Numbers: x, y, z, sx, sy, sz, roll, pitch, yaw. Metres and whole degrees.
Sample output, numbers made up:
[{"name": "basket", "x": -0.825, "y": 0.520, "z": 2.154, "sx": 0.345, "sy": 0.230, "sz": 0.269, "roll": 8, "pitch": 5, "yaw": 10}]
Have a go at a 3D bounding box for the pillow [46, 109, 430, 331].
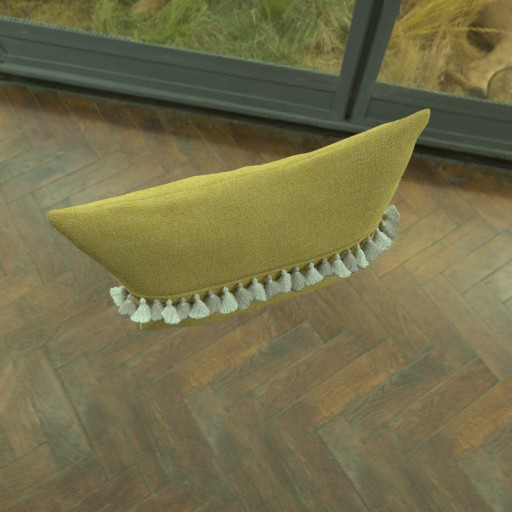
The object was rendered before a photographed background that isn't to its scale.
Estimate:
[{"name": "pillow", "x": 0.000, "y": 0.000, "z": 0.718, "sx": 0.485, "sy": 0.481, "sz": 0.167, "roll": -17, "pitch": 67, "yaw": -7}]
